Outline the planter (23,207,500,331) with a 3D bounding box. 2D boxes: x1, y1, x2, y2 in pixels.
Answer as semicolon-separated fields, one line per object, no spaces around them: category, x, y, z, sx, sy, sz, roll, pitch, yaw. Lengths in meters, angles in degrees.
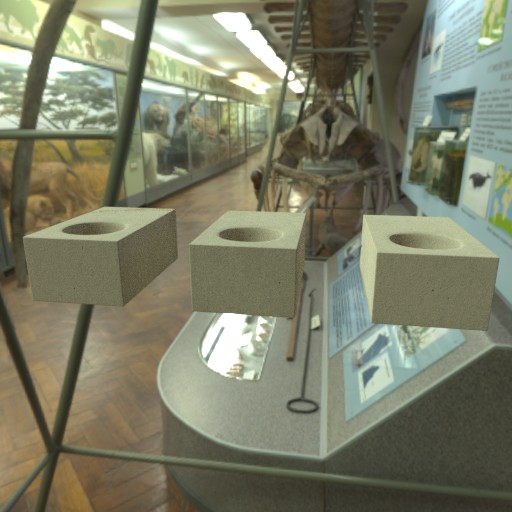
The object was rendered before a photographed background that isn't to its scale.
planter;0.000;0.000;0.373;0.333;0.051;0.127;3;17;9
